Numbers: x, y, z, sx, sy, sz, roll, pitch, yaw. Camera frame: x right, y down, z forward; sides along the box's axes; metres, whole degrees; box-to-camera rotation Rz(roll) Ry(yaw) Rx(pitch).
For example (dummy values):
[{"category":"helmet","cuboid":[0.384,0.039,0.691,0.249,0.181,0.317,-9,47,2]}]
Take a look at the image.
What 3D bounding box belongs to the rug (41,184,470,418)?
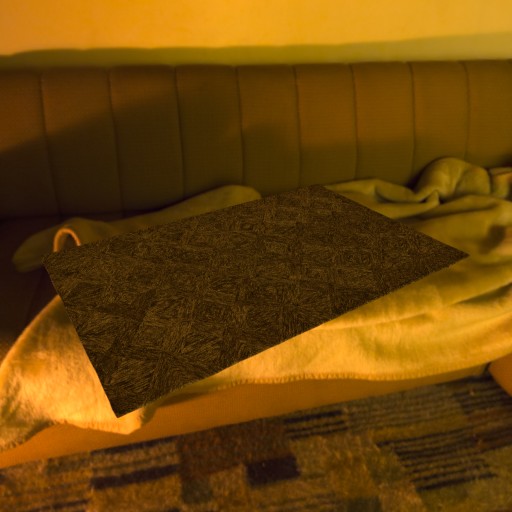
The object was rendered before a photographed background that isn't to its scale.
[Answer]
[{"category":"rug","cuboid":[0.000,0.000,2.217,1.808,0.011,1.189,-18,35,-28]}]
